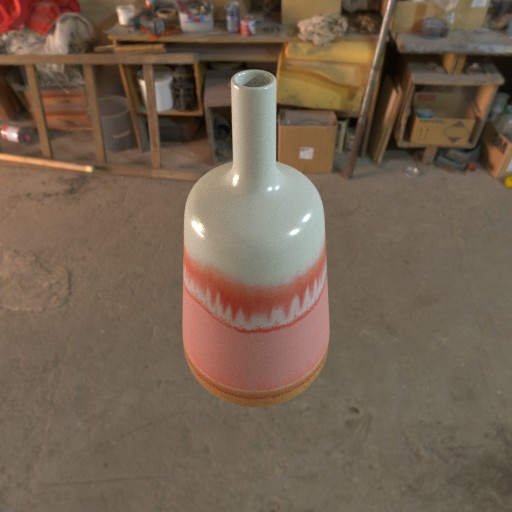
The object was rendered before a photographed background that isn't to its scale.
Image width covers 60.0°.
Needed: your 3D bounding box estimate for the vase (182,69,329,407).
[{"bbox_3d":[0.000,0.000,0.363,0.144,0.296,0.144,0,46,0],"label":"vase"}]
